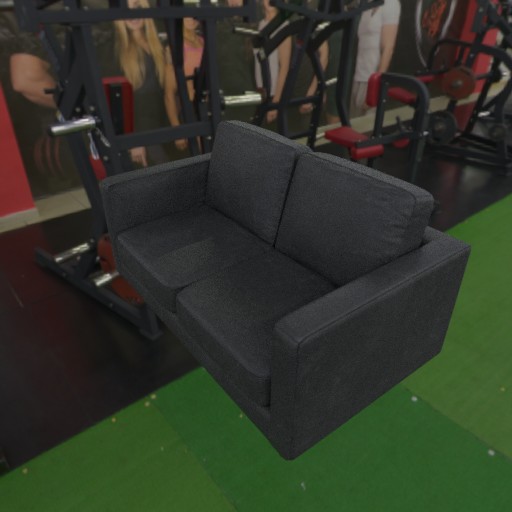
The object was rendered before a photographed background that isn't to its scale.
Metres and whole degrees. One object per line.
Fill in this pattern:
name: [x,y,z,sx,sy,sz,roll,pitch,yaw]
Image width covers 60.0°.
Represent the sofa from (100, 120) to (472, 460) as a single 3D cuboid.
sofa: [0.000,0.000,1.974,0.879,0.899,1.430,-22,38,-31]
